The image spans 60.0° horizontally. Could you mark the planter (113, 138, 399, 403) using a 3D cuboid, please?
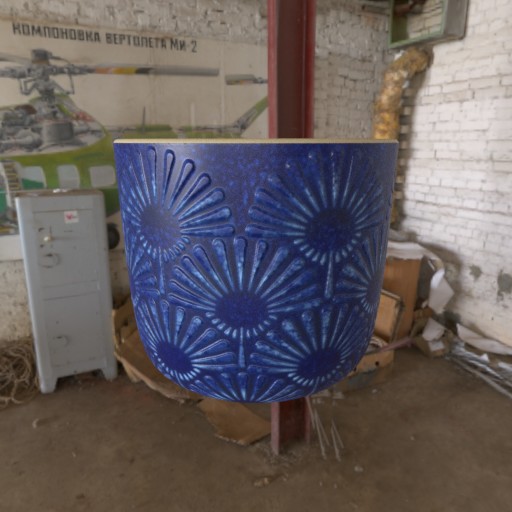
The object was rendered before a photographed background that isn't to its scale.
[{"bbox_3d":[0.000,0.000,0.214,0.124,0.109,0.124,0,15,0],"label":"planter"}]
